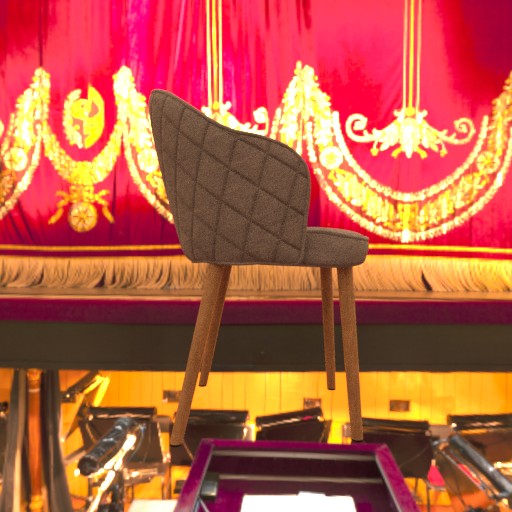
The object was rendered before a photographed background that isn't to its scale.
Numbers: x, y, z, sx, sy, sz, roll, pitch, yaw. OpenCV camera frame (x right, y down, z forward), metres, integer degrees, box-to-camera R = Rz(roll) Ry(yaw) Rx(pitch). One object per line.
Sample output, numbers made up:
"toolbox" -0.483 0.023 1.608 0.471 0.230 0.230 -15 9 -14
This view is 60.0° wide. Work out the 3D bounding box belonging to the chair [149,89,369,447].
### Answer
"chair" 0.000 0.000 1.145 0.530 0.800 0.540 0 0 1
